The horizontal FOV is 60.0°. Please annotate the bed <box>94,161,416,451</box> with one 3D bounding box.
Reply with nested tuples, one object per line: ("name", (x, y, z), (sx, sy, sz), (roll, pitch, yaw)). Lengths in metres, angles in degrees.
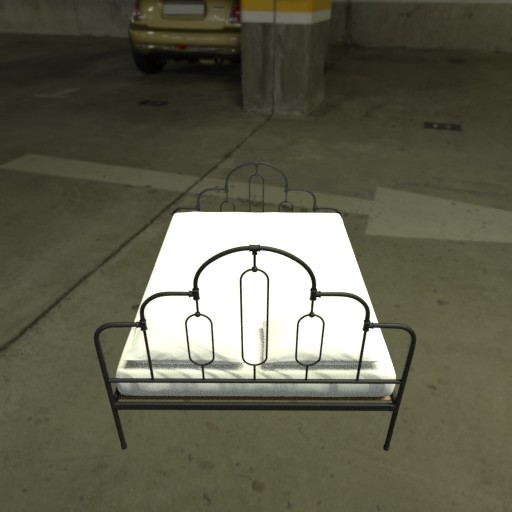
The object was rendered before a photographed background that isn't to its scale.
("bed", (0.000, 0.000, 3.224), (1.640, 1.429, 2.163), (0, 32, 0))
